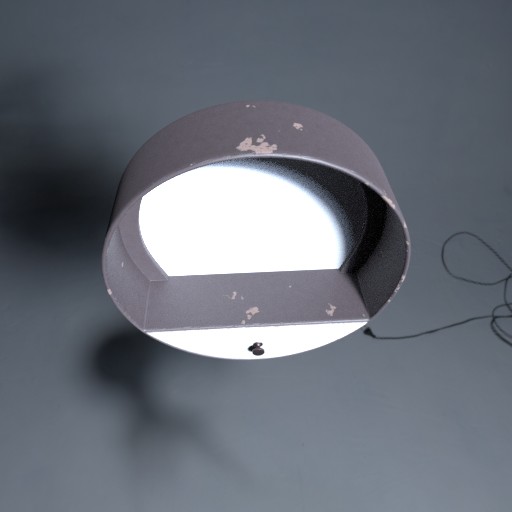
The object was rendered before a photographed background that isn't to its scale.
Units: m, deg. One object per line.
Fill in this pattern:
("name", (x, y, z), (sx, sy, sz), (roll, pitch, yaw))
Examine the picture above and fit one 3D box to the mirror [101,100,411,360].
("mirror", (0.000, 0.000, 0.599), (0.386, 0.386, 0.126), (-2, 46, -2))
